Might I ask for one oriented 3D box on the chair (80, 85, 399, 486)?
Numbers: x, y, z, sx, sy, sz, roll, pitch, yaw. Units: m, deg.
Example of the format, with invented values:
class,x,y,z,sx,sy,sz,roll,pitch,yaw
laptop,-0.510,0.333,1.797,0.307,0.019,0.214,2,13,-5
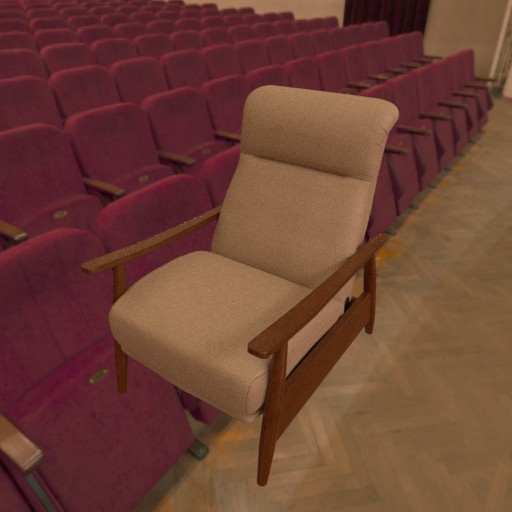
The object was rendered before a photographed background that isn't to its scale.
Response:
class,x,y,z,sx,sy,sz,roll,pitch,yaw
chair,0.000,0.000,1.728,0.762,1.082,1.030,20,36,29
